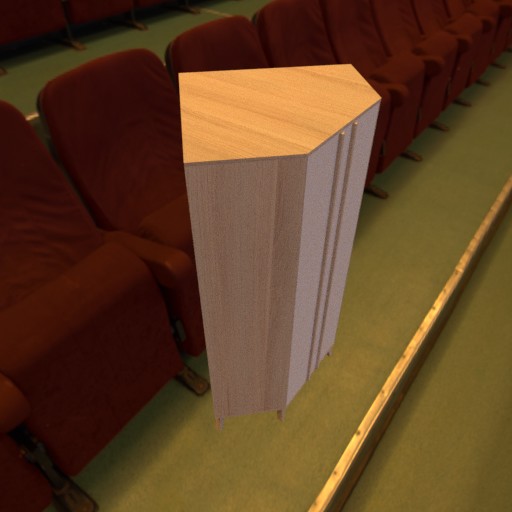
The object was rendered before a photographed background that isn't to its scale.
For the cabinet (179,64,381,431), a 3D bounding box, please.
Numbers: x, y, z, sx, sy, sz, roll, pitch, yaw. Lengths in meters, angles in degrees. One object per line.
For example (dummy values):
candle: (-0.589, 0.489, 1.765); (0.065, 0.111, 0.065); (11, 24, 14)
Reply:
cabinet: (0.000, 0.000, 2.671); (0.969, 1.957, 1.272); (26, 48, 26)
